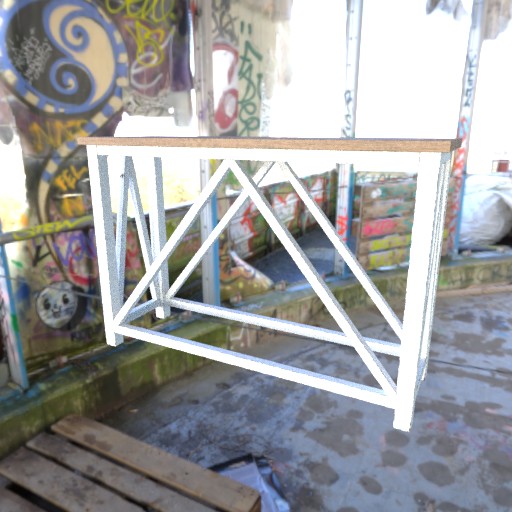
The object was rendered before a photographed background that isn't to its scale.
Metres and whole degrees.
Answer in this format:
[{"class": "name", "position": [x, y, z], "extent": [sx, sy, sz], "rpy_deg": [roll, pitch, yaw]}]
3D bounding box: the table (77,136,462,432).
[{"class": "table", "position": [0.000, 0.000, 1.803], "extent": [1.400, 0.930, 0.450], "rpy_deg": [8, 18, 26]}]
